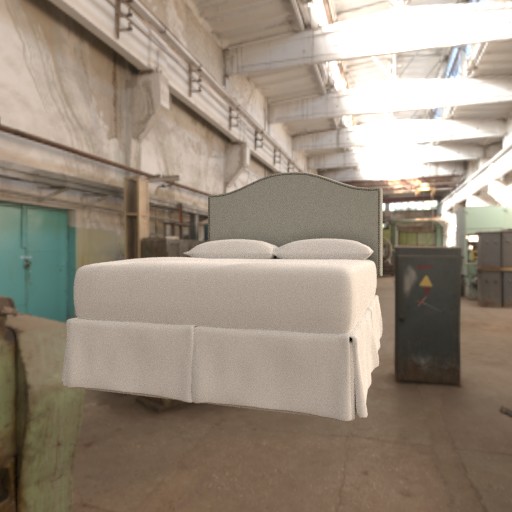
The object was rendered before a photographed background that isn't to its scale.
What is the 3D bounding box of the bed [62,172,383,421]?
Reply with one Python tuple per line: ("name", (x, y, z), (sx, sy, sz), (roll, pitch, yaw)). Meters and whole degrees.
("bed", (0.000, 0.000, 3.370), (1.813, 1.607, 2.180), (0, 1, 18))
